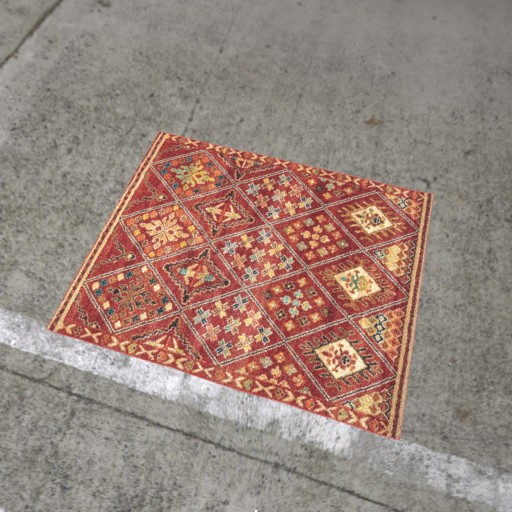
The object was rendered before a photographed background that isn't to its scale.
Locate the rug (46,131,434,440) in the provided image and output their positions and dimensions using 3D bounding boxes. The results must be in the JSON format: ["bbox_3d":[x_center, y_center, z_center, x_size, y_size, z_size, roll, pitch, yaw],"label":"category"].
[{"bbox_3d":[0.000,0.000,4.221,3.086,0.030,2.489,15,61,8],"label":"rug"}]
